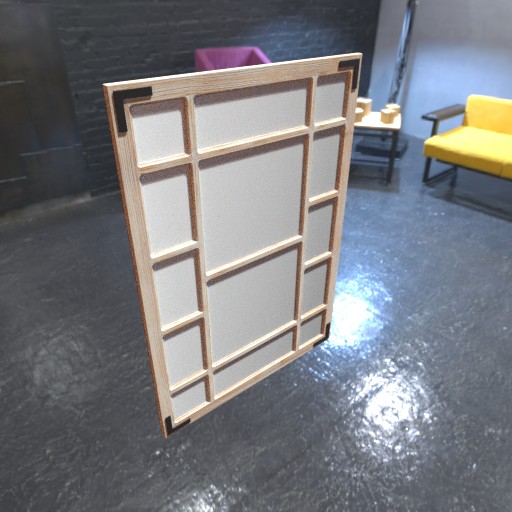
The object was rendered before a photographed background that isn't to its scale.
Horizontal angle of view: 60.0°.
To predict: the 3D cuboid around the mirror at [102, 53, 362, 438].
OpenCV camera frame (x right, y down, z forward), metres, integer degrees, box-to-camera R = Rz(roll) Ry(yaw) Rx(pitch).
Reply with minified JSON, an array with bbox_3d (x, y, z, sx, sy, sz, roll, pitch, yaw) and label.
[{"bbox_3d":[0.000,0.000,1.250,0.705,0.996,0.025,-23,38,-32],"label":"mirror"}]
